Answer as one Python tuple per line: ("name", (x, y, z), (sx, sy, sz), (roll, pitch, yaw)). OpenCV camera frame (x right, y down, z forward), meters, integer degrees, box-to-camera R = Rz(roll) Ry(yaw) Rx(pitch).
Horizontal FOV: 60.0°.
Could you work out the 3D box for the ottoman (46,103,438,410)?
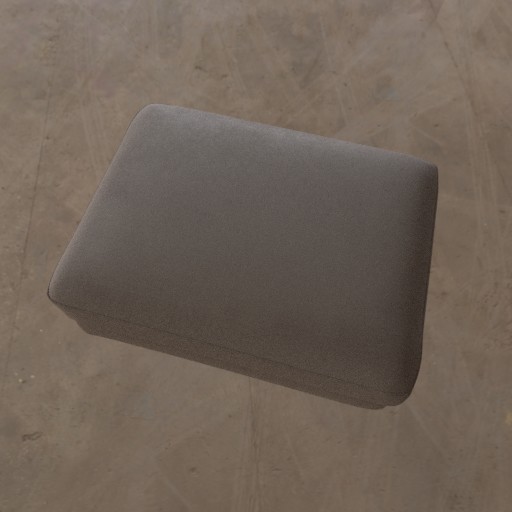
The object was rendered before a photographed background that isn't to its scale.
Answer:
("ottoman", (0.000, 0.000, 1.156), (0.811, 0.449, 0.608), (14, 65, 7))
